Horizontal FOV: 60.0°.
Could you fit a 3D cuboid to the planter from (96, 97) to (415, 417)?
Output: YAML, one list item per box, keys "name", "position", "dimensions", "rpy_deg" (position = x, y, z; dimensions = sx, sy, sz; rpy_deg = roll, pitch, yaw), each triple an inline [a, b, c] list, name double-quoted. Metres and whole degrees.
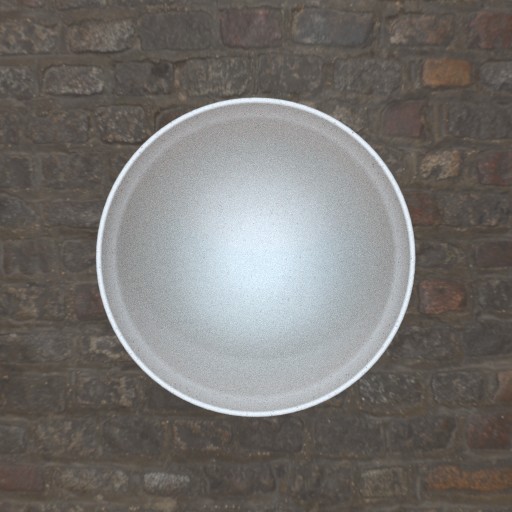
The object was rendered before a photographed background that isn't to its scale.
- name: "planter"
  position: [0.000, 0.000, 0.502]
  dimensions: [0.268, 0.270, 0.268]
  rpy_deg: [0, 91, 0]
